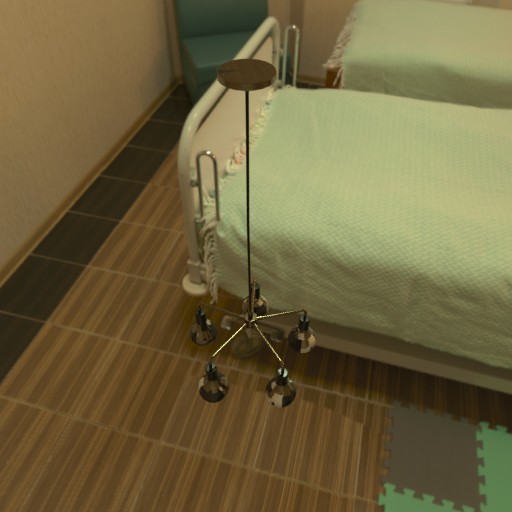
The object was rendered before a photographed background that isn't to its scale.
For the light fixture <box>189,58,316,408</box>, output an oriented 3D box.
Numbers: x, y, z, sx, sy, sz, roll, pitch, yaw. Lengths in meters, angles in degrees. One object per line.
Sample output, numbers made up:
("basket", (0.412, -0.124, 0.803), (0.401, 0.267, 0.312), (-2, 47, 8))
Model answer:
("light fixture", (0.000, 0.000, 1.174), (0.421, 0.988, 0.438), (-10, 47, -10))
